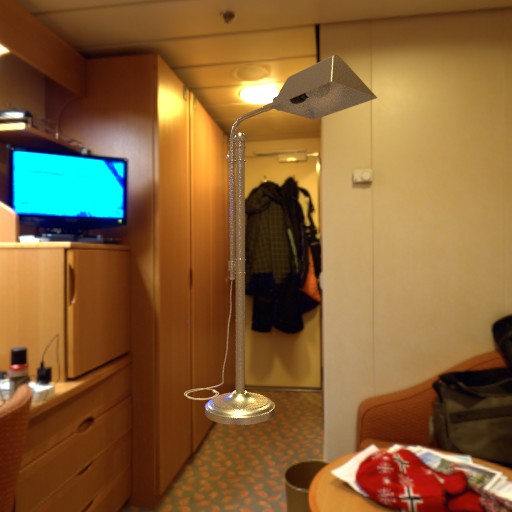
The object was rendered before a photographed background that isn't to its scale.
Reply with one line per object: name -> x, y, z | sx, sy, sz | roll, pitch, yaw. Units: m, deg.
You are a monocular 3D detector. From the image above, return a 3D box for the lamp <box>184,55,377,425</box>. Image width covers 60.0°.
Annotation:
lamp -> 0.000, 0.000, 0.962 | 0.159, 0.708, 0.546 | 0, -1, -37
